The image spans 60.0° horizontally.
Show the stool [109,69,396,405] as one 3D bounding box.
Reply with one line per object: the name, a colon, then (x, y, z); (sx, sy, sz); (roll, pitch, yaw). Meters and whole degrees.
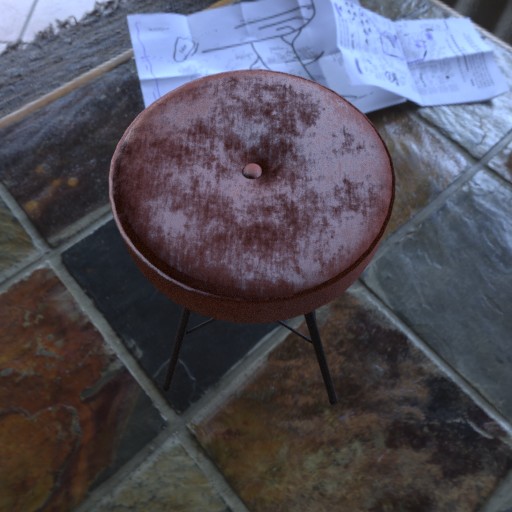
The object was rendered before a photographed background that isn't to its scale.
stool: (0.000, 0.000, 0.885); (0.421, 0.593, 0.457); (4, 63, 2)
